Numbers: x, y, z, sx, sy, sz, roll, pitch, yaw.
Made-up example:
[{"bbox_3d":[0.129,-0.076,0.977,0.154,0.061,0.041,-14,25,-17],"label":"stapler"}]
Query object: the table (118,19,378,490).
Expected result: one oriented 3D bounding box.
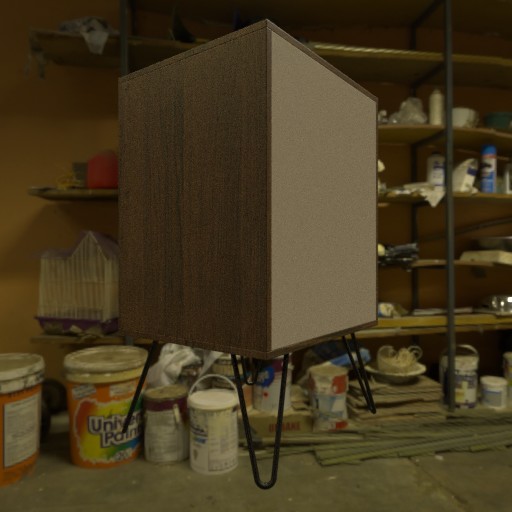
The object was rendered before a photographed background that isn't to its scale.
[{"bbox_3d":[0.000,0.000,1.151,0.457,0.866,0.526,0,0,38],"label":"table"}]
